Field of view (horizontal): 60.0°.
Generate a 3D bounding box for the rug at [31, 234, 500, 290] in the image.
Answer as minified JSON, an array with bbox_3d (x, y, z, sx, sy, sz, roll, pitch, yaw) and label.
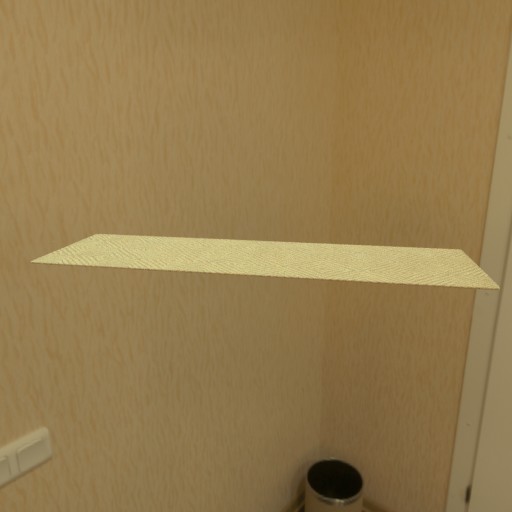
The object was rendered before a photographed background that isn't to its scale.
[{"bbox_3d":[0.000,0.000,2.431,2.277,0.008,0.676,3,16,10],"label":"rug"}]
